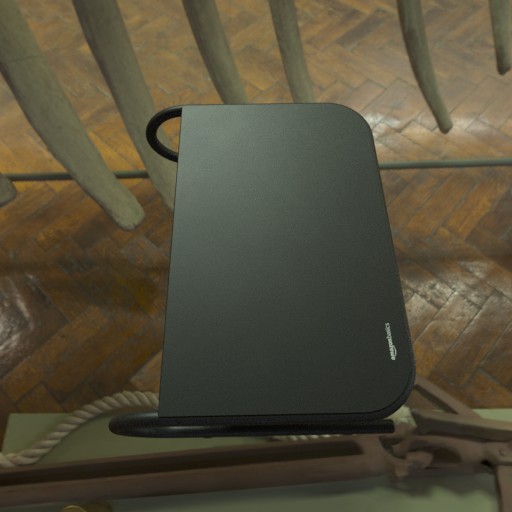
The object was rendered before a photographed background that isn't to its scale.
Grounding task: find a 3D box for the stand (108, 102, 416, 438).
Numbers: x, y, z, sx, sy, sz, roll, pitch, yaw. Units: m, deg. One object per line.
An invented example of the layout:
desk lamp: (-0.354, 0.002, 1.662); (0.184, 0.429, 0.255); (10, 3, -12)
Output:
stand: (0.000, 0.000, 0.499); (0.280, 0.108, 0.370); (-1, 62, -1)
